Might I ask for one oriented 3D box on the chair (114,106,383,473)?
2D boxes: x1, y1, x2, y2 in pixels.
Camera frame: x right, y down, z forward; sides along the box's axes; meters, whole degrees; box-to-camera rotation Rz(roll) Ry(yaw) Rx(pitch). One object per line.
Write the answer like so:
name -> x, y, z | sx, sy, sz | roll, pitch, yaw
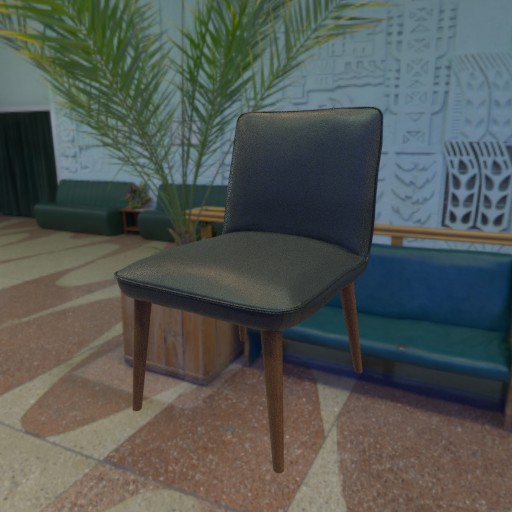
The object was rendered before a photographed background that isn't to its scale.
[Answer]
chair -> 0.000, 0.000, 1.209 | 0.543, 0.801, 0.645 | 7, 15, 27
